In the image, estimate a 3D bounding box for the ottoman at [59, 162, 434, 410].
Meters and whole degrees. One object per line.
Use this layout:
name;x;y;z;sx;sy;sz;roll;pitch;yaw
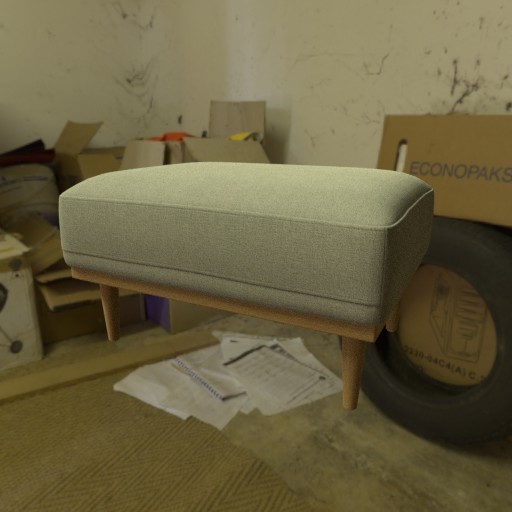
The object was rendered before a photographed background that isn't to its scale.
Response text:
ottoman;0.000;0.000;1.085;0.749;0.428;0.549;8;18;27
